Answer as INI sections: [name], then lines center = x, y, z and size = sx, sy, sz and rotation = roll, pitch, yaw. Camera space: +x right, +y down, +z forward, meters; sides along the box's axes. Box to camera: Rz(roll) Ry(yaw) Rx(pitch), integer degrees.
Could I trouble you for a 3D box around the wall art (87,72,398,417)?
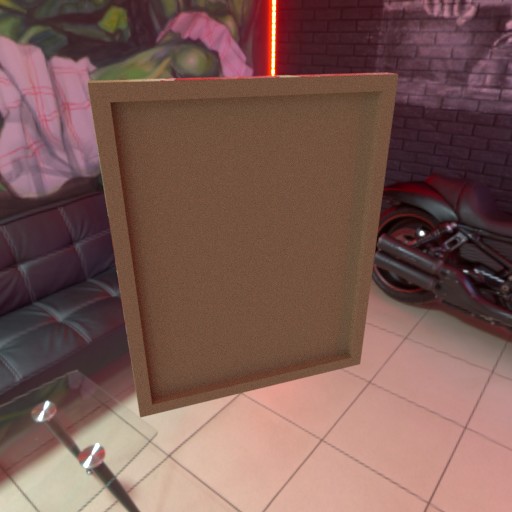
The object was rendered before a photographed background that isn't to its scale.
[wall art]
center = 0.000, 0.000, 0.676
size = 0.406, 0.508, 0.028
rotation = -9, 28, -17
